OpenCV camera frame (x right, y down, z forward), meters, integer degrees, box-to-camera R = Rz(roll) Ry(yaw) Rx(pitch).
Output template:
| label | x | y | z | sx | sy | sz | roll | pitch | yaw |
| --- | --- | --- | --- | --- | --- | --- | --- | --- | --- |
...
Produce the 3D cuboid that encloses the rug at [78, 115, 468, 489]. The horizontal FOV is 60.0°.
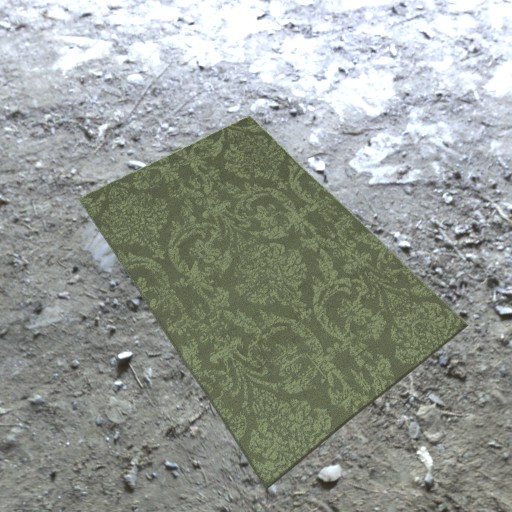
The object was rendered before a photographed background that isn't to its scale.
| label | x | y | z | sx | sy | sz | roll | pitch | yaw |
| --- | --- | --- | --- | --- | --- | --- | --- | --- | --- |
| rug | 0.000 | 0.000 | 2.333 | 1.206 | 0.012 | 1.824 | -31 | 63 | -18 |
